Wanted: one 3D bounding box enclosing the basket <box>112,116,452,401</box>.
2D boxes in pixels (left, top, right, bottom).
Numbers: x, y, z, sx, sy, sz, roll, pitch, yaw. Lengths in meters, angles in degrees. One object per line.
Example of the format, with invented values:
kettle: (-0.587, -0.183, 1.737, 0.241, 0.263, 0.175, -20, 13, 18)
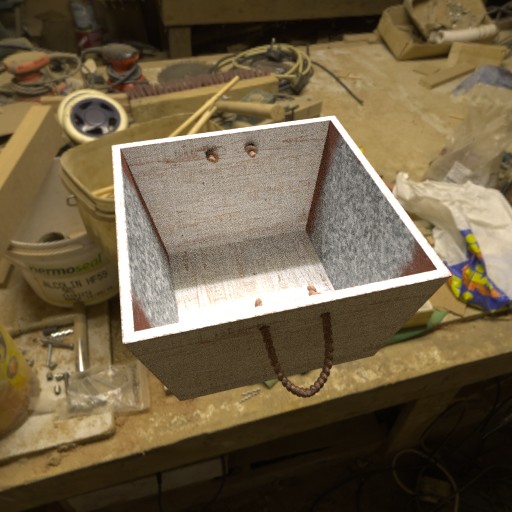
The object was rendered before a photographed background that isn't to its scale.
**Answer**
basket: (0.000, 0.000, 0.758, 0.413, 0.247, 0.545, -10, 48, -10)
